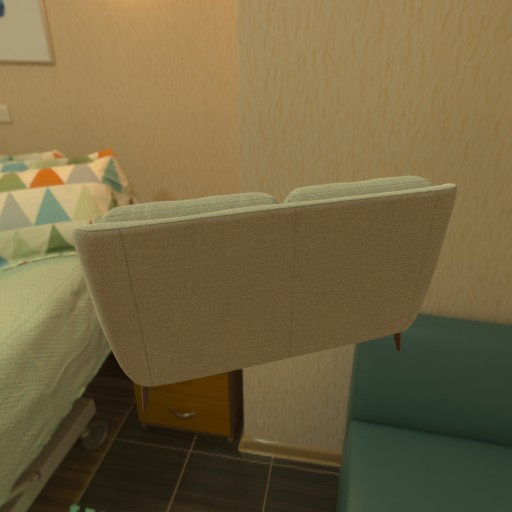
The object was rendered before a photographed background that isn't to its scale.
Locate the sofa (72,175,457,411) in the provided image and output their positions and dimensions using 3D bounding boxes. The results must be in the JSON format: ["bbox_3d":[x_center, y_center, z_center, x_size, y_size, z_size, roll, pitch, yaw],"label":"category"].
[{"bbox_3d":[0.000,0.000,2.228,1.652,0.888,0.965,-8,28,-16],"label":"sofa"}]
